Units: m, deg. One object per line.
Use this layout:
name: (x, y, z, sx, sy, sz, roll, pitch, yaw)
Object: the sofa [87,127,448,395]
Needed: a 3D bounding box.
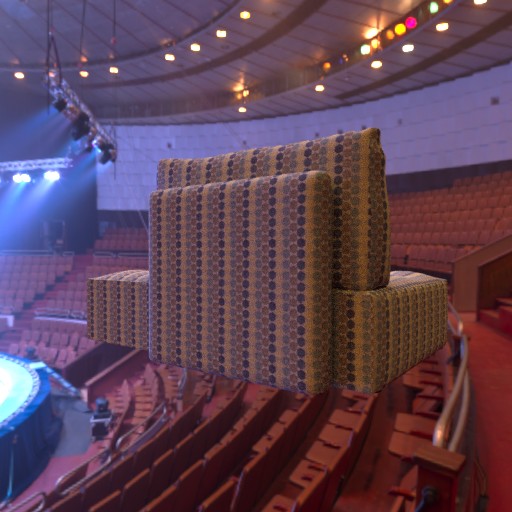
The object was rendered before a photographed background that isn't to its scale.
sofa: (0.000, 0.000, 2.016, 1.450, 0.820, 1.000, 0, 0, 36)
